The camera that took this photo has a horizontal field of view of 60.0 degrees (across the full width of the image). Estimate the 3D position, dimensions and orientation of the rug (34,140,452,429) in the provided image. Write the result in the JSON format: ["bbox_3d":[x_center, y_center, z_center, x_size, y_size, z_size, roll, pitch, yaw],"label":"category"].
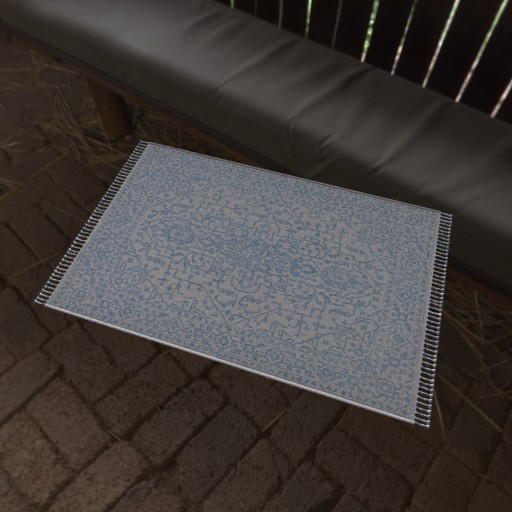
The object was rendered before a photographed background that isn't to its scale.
[{"bbox_3d":[0.000,0.000,2.963,2.438,0.010,1.524,15,59,10],"label":"rug"}]
